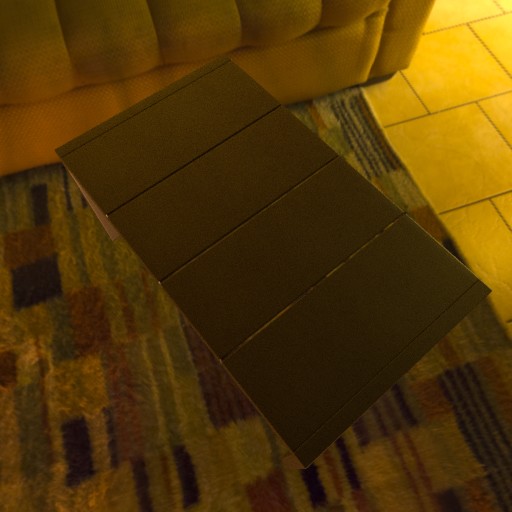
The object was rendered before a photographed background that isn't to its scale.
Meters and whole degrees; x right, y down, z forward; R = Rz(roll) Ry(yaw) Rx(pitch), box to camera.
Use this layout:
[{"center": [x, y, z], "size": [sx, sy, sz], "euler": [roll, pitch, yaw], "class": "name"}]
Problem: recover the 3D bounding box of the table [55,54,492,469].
[{"center": [0.000, 0.000, 1.266], "size": [0.559, 0.460, 0.965], "euler": [-37, 70, -16], "class": "table"}]
